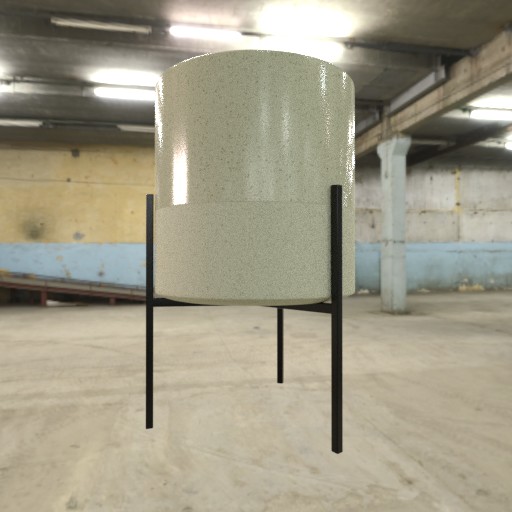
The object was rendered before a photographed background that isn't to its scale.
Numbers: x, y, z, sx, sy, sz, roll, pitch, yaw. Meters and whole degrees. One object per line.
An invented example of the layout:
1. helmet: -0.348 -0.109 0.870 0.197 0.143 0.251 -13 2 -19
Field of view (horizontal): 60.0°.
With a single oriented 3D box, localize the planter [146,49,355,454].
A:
1. planter: 0.000 0.000 0.536 0.234 0.390 0.243 0 0 18
